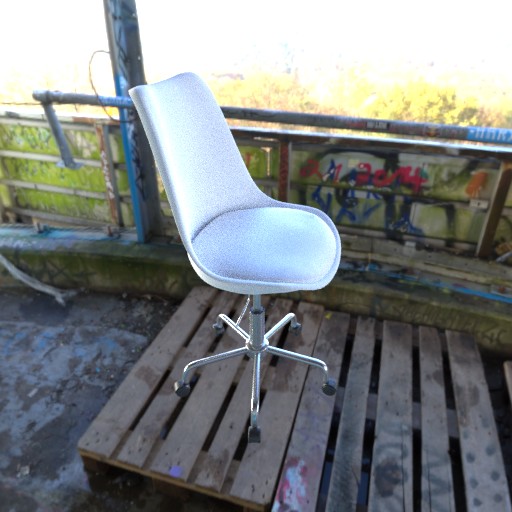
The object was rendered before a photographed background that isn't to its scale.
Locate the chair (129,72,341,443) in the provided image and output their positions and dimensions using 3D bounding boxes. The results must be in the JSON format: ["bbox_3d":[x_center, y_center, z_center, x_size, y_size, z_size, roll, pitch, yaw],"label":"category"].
[{"bbox_3d":[0.000,0.000,1.270,0.550,0.930,0.550,10,32,16],"label":"chair"}]
